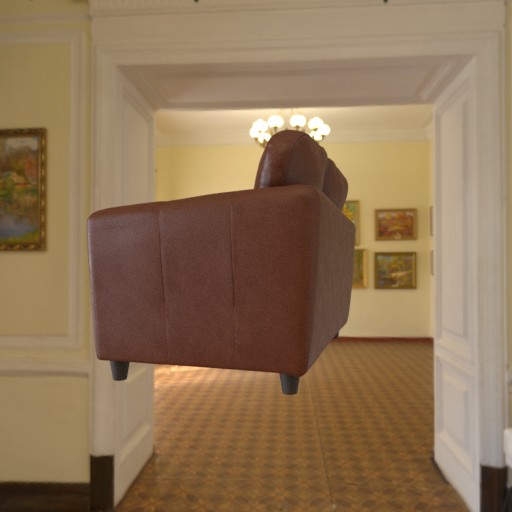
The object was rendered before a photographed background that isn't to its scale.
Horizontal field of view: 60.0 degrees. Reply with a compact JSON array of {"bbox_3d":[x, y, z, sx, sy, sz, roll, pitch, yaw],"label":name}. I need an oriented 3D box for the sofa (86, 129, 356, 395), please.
[{"bbox_3d":[0.000,0.000,2.045,0.805,0.906,1.406,0,-1,17],"label":"sofa"}]
